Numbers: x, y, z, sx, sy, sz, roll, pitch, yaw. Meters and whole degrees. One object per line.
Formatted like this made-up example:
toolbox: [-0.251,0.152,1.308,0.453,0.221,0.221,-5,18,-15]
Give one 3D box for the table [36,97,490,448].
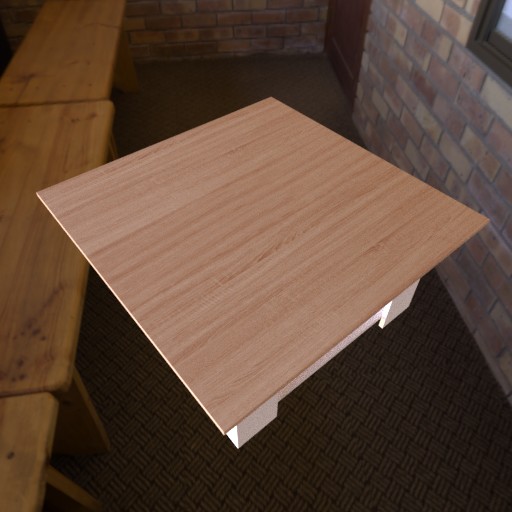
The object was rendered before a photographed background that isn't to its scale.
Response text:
table: [0.000,0.000,1.031,0.670,0.305,0.670,-31,54,-26]
